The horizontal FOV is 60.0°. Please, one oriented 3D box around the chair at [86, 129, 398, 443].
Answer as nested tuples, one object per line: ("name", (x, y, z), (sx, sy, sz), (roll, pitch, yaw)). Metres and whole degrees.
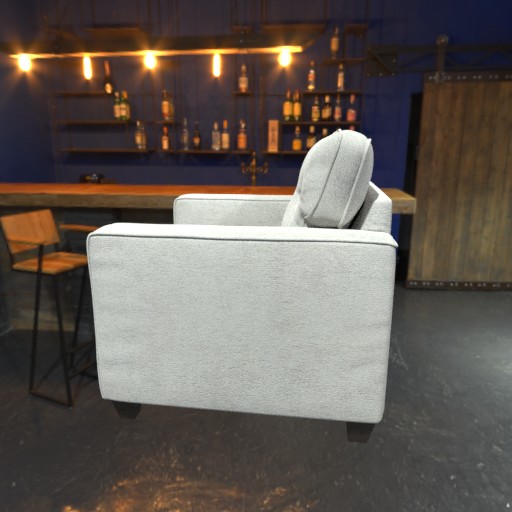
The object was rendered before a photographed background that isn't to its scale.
("chair", (0.000, 0.000, 1.783), (0.939, 0.965, 1.015), (2, 15, 8))
